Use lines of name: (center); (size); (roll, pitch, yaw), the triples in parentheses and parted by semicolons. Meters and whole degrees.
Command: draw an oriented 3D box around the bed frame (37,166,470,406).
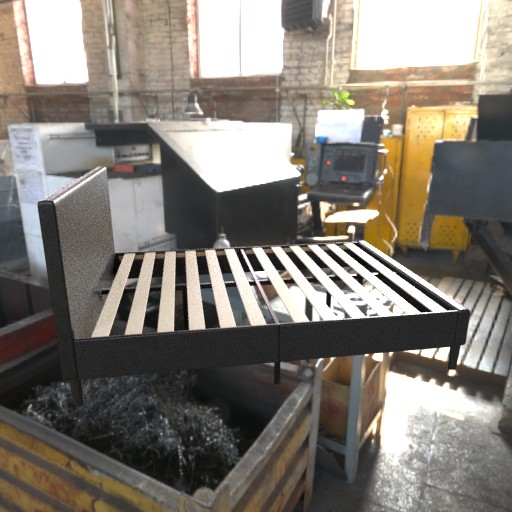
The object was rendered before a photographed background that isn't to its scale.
bed frame: (0.000, 0.000, 2.910); (2.152, 1.046, 1.469); (-3, 17, -9)
